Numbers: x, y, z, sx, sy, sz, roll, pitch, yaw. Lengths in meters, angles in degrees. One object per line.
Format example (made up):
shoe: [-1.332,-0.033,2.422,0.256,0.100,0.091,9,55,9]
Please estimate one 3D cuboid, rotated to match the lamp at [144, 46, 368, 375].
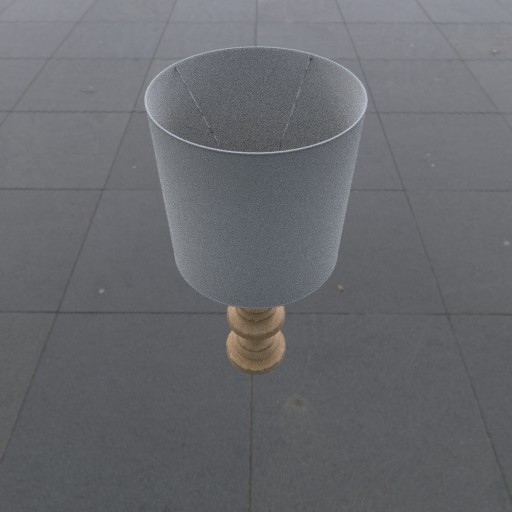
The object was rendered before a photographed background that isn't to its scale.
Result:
lamp: [0.000,0.000,0.585,0.208,0.455,0.208,11,48,10]
